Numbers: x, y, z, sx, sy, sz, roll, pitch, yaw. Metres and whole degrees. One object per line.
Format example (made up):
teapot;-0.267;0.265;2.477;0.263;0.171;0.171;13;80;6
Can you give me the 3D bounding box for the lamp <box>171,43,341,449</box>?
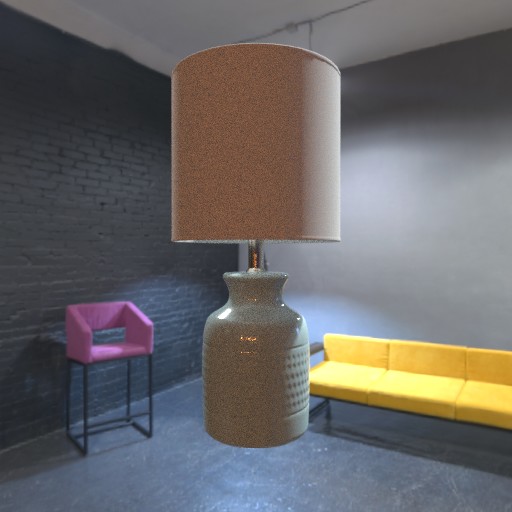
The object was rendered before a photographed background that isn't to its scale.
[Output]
lamp;0.000;0.000;1.115;0.418;0.871;0.418;0;1;35
